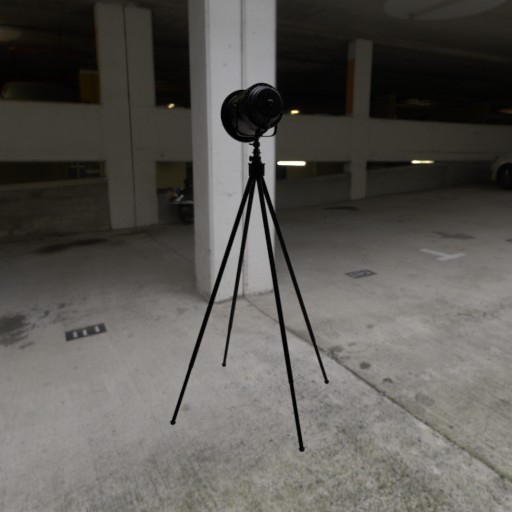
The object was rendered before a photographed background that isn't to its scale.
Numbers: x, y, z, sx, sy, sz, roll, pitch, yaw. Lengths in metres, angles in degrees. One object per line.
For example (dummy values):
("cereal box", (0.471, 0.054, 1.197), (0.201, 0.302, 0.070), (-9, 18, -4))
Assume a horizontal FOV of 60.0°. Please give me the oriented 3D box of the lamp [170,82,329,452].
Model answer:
("lamp", (0.000, 0.000, 2.063), (0.879, 1.504, 0.884), (-6, 14, -26))
